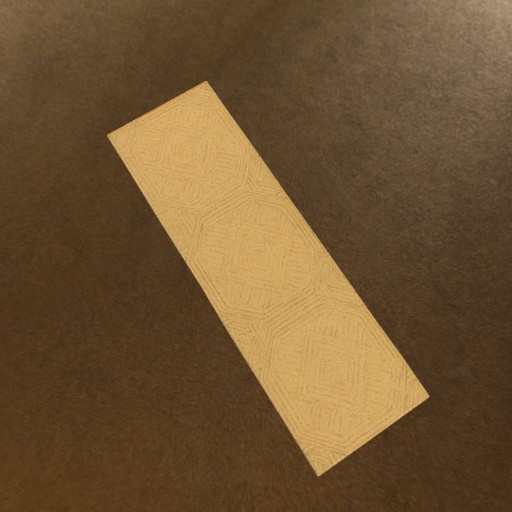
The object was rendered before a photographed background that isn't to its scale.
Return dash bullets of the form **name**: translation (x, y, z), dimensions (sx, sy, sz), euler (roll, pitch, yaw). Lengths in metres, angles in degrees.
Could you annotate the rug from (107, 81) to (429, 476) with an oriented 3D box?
- **rug**: translation (0.000, 0.000, 2.722), dimensions (0.775, 0.012, 2.452), euler (-32, 78, -8)
